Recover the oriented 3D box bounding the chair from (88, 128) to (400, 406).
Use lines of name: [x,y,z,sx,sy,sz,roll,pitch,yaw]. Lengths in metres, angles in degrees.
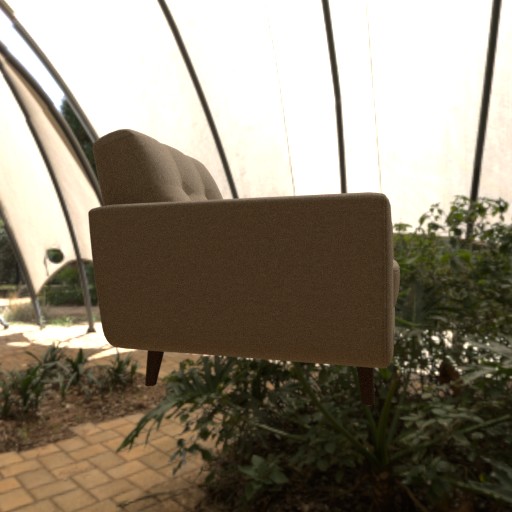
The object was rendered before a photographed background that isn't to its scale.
chair: [0.000,0.000,1.827,1.128,0.965,0.897,0,0,17]
